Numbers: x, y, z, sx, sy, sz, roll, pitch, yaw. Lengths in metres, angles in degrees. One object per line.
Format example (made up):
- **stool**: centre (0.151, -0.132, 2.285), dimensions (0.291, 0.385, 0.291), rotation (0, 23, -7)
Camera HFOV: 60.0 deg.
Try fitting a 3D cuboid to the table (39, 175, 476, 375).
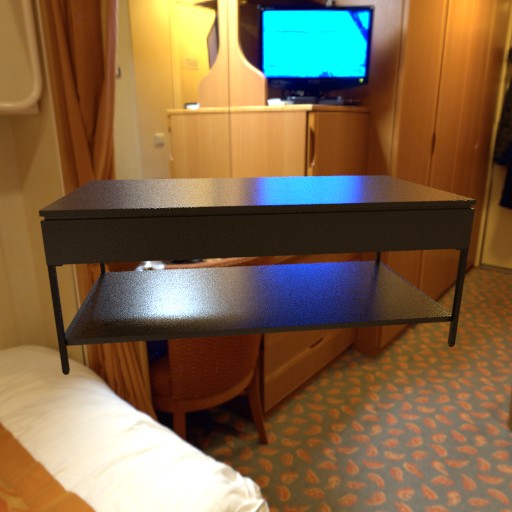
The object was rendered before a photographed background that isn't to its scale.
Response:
- **table**: centre (0.000, 0.000, 1.431), dimensions (1.095, 0.435, 0.574), rotation (-2, 17, -8)
